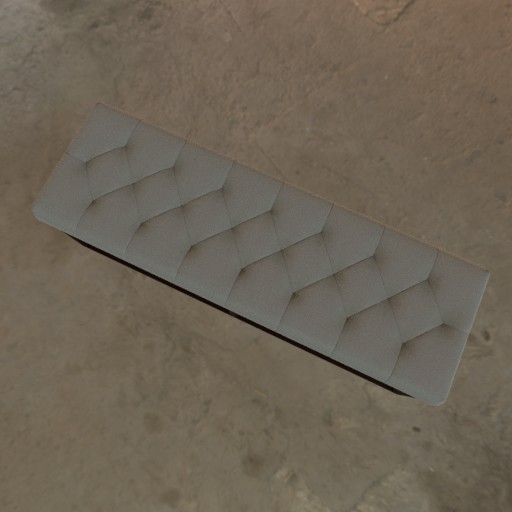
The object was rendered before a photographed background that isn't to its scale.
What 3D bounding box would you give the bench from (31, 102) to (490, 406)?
[{"bbox_3d":[0.000,0.000,1.669,1.488,0.488,0.479,24,77,6],"label":"bench"}]
